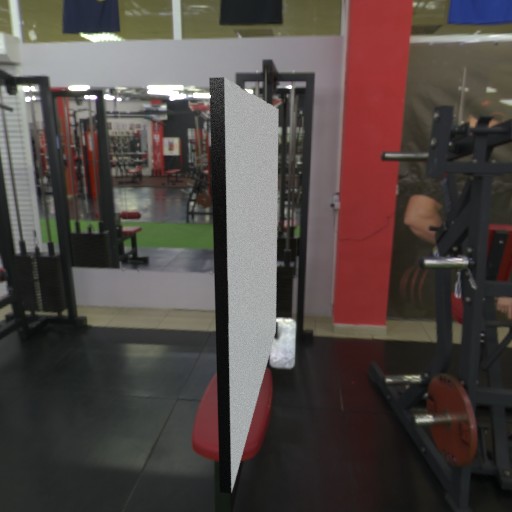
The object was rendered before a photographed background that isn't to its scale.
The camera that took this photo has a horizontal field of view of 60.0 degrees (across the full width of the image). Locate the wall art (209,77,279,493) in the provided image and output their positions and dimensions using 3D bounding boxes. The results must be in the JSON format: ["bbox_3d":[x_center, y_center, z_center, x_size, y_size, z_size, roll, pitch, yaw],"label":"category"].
[{"bbox_3d":[0.000,0.000,0.663,0.014,0.445,0.446,2,15,9],"label":"wall art"}]
